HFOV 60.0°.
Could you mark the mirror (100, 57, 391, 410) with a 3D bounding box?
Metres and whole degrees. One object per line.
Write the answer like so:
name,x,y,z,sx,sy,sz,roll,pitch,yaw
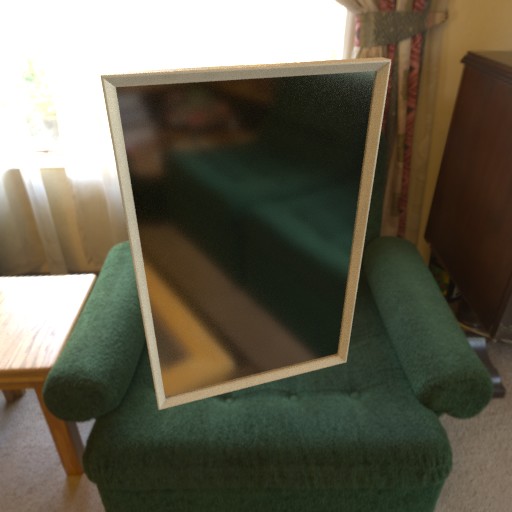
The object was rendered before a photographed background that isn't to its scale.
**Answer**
mirror,0.000,0.000,1.144,0.609,0.915,0.041,-10,33,-15
